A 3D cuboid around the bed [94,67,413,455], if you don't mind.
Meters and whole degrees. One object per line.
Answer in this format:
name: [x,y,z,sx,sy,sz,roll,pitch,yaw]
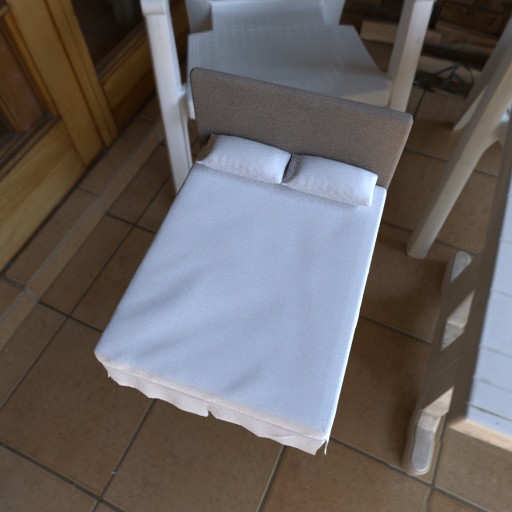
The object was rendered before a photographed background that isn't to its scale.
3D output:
bed: [0.000,0.000,3.210,1.723,1.330,2.142,16,60,9]
